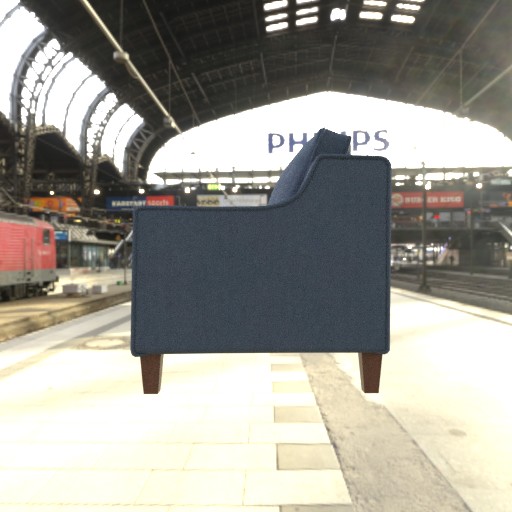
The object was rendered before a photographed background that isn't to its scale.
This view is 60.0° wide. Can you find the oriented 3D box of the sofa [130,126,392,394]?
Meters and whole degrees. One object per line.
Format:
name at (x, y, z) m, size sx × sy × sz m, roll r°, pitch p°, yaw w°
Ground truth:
sofa at (0.000, 0.000, 2.510) m, size 0.911 × 0.974 × 1.986 m, roll 0°, pitch 0°, yaw -1°
